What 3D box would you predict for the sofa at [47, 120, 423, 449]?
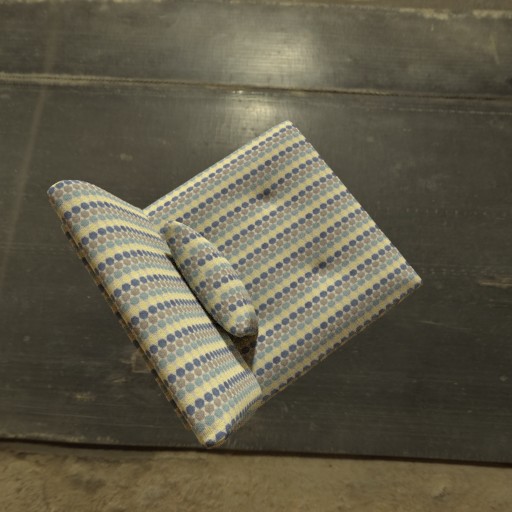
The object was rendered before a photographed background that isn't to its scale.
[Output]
[{"bbox_3d":[0.000,0.000,1.688,1.000,0.830,0.930,-34,77,-9],"label":"sofa"}]
